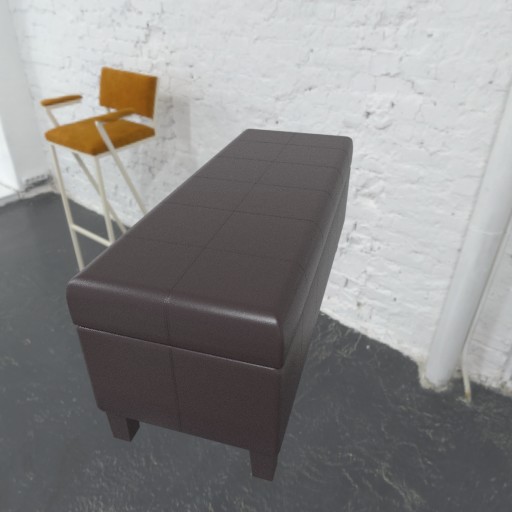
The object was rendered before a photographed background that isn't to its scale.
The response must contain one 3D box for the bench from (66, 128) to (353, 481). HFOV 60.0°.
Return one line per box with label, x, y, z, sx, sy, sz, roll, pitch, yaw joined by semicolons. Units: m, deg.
bench;0.000;0.000;1.312;0.429;0.457;1.092;9;32;14
